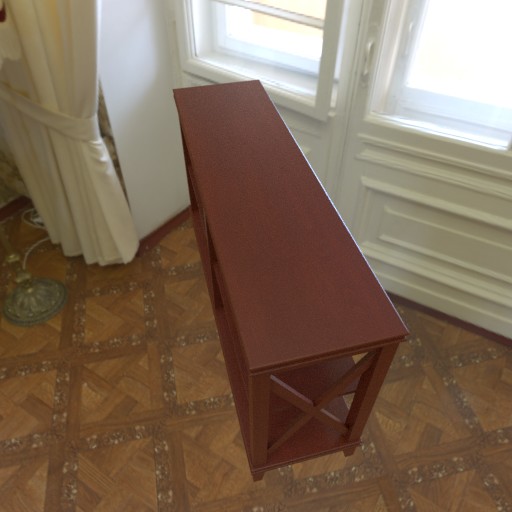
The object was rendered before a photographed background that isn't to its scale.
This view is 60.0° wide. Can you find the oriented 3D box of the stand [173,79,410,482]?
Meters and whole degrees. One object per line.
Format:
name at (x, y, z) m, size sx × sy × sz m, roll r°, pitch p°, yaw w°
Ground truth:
stand at (0.000, 0.000, 1.719) m, size 0.381 × 0.762 × 1.372 m, roll -10°, pitch 47°, yaw -10°
